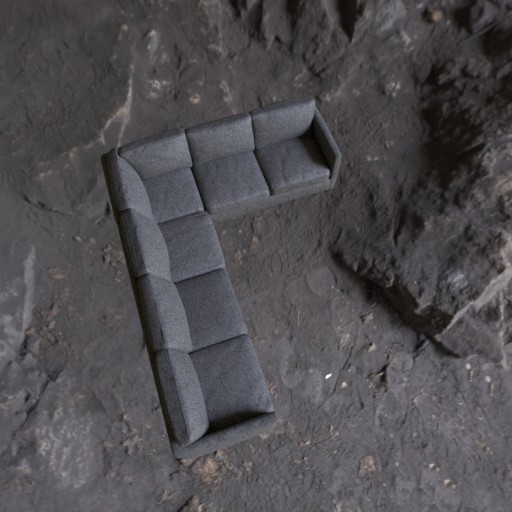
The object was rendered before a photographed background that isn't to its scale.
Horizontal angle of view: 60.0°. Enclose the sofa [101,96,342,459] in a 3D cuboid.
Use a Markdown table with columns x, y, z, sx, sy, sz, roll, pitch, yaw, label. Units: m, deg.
| x | y | z | sx | sy | sz | roll | pitch | yaw | label |
| --- | --- | --- | --- | --- | --- | --- | --- | --- | --- |
| 0.000 | 0.000 | 4.658 | 2.593 | 0.947 | 3.302 | -17 | 66 | -8 | sofa |
